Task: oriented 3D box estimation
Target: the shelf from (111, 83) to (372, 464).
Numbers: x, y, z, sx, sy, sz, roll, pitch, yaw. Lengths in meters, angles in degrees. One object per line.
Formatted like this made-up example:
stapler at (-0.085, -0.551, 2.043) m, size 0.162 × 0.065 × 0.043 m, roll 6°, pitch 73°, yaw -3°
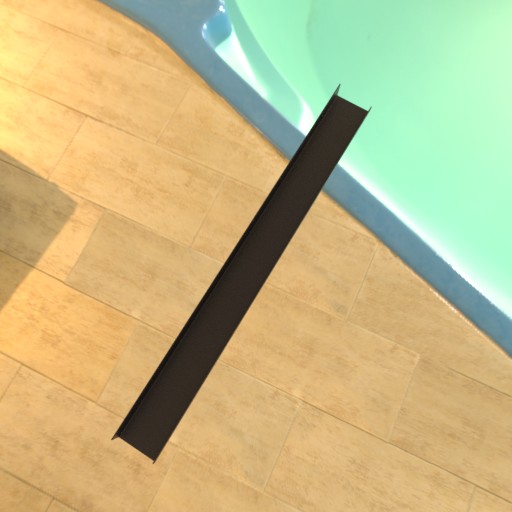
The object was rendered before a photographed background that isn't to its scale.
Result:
shelf at (0.000, 0.000, 0.969) m, size 0.092 × 0.049 × 0.924 m, roll 30°, pitch 77°, yaw 8°
